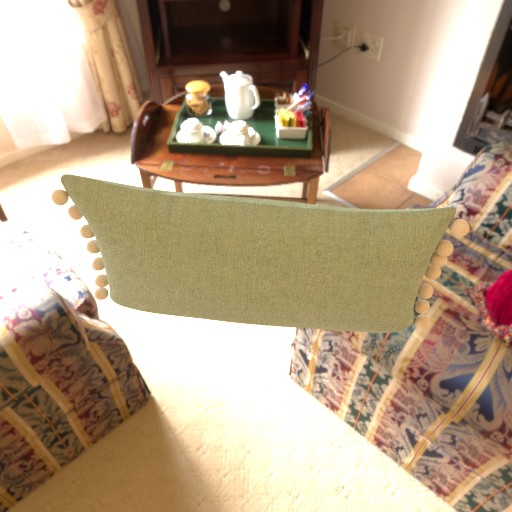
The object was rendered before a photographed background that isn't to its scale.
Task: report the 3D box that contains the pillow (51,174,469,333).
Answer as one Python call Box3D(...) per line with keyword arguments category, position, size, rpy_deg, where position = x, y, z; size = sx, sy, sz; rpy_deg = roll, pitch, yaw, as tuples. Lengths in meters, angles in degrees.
Box3D(category="pillow", position=(0.000, 0.000, 0.835), size=(0.709, 0.322, 0.201), rpy_deg=(5, 45, 5))
